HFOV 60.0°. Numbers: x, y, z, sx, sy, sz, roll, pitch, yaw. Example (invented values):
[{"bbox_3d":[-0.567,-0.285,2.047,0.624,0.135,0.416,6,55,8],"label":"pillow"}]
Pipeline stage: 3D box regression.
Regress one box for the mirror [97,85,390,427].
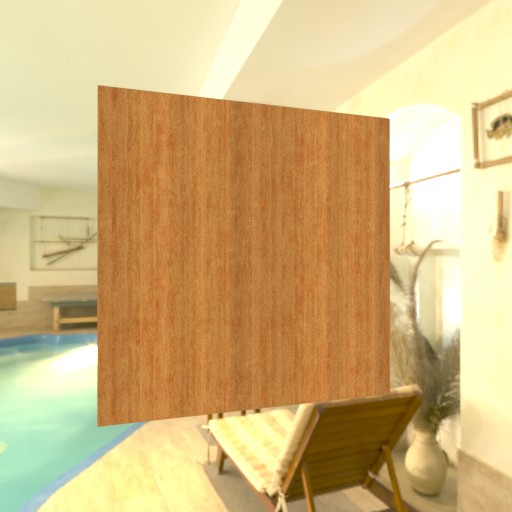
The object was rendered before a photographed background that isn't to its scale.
[{"bbox_3d":[0.000,0.000,0.968,0.651,0.651,0.047,0,0,-18],"label":"mirror"}]
